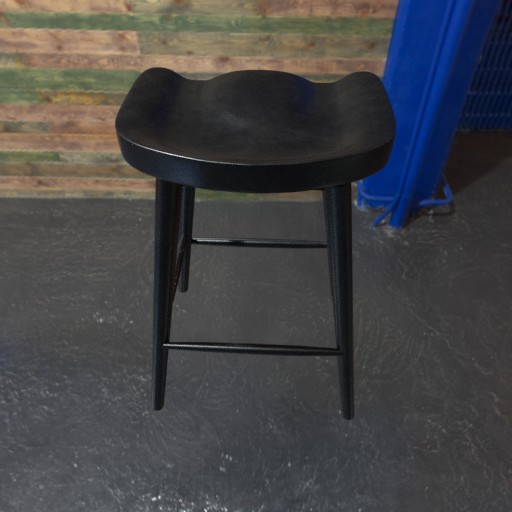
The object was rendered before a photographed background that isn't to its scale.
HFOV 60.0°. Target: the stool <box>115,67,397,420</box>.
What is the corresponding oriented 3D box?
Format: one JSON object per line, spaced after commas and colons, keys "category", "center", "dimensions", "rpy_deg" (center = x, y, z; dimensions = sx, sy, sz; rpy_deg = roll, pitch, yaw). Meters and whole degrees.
{"category": "stool", "center": [0.000, 0.000, 0.865], "dimensions": [0.440, 0.615, 0.361], "rpy_deg": [2, 45, 2]}
